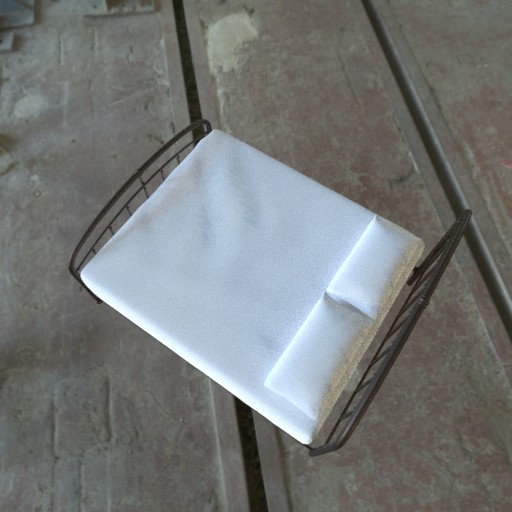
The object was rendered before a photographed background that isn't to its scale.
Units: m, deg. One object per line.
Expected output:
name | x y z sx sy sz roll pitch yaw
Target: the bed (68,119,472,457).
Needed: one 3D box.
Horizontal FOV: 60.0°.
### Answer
bed | 0.000 0.000 3.195 2.180 1.425 1.711 32 68 14
